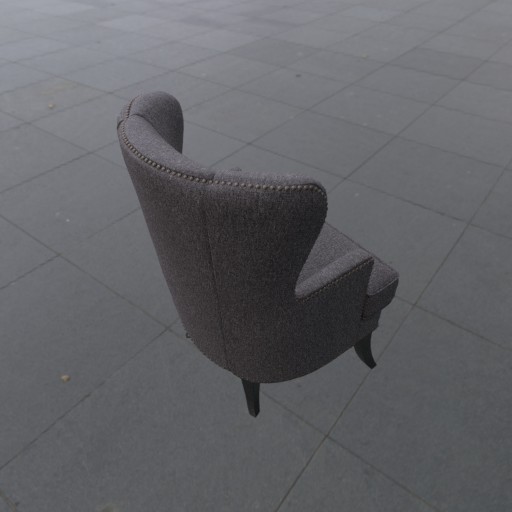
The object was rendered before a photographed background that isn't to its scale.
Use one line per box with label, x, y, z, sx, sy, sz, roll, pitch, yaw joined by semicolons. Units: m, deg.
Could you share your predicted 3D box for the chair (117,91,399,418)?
chair;0.000;0.000;1.588;0.758;1.060;0.759;-27;47;-28
